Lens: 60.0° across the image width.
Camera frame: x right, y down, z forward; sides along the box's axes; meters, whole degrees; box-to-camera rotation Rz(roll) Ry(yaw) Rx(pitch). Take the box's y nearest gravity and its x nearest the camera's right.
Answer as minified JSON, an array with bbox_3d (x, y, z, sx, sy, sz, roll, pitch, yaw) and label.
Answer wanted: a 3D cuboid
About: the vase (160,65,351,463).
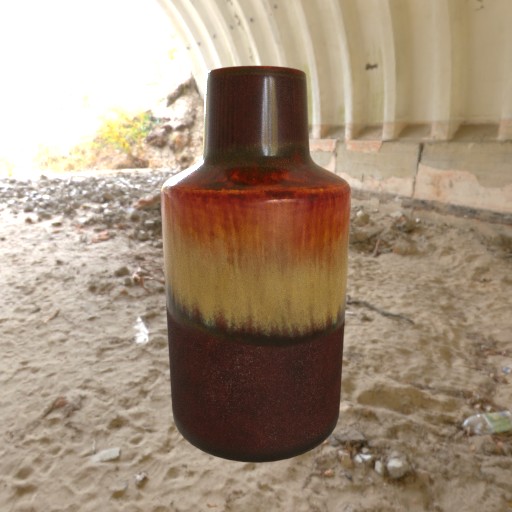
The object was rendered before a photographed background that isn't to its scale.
[{"bbox_3d":[0.000,0.000,0.264,0.108,0.204,0.108,0,15,0],"label":"vase"}]
